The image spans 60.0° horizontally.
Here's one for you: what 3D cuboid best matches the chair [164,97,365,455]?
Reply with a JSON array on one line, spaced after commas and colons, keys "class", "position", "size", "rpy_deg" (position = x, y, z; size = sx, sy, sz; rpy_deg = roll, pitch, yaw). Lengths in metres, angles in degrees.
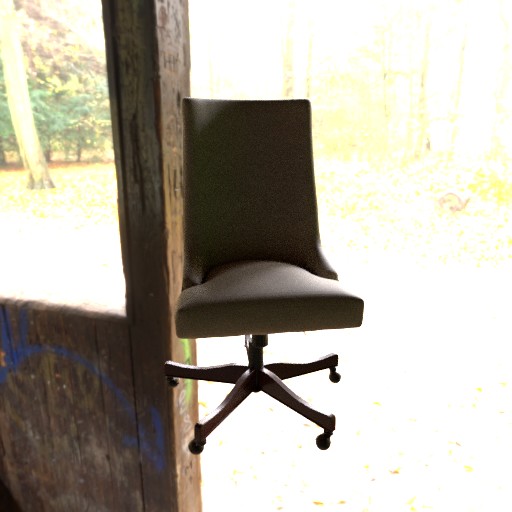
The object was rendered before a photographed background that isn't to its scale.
[{"class": "chair", "position": [0.000, 0.000, 1.452], "size": [0.645, 1.010, 0.696], "rpy_deg": [-2, 16, -8]}]
